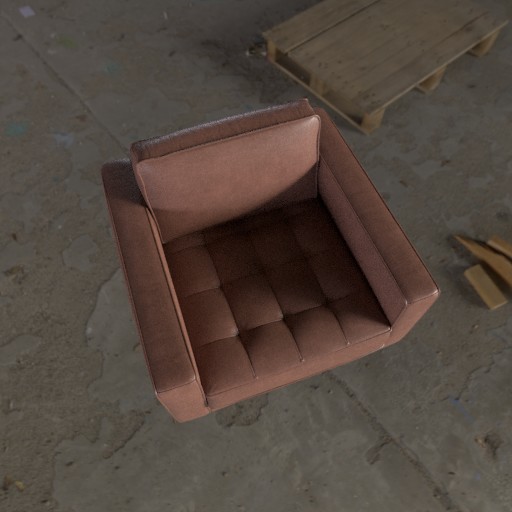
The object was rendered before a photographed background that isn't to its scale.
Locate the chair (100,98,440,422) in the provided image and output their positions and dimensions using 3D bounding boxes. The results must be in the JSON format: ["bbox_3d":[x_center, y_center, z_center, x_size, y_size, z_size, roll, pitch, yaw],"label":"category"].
[{"bbox_3d":[0.000,0.000,1.605,0.920,0.770,0.900,-18,62,-10],"label":"chair"}]
